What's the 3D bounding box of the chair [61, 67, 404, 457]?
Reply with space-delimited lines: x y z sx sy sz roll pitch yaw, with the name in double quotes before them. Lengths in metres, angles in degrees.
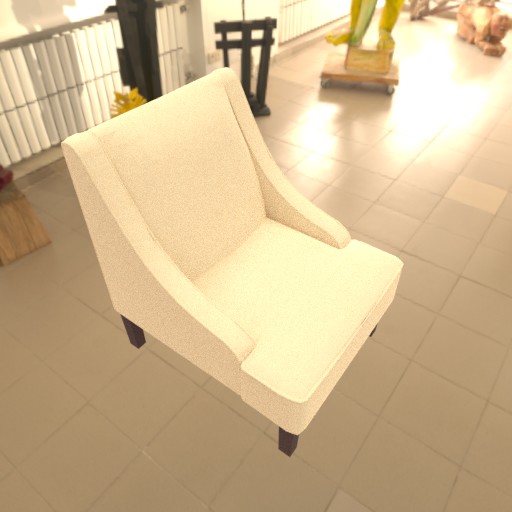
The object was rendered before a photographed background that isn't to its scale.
"chair" 0.000 0.000 1.472 0.806 0.886 0.689 26 49 26
